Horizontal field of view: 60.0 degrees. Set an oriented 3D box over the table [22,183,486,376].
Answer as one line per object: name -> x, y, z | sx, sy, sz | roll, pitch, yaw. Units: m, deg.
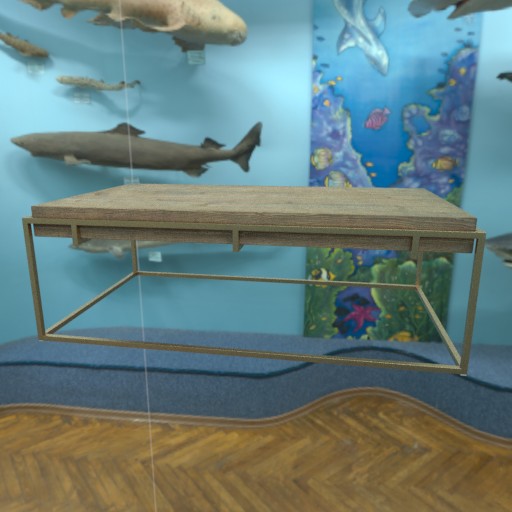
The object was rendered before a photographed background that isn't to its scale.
table -> 0.000, 0.000, 1.722 | 1.387, 0.468, 0.775 | 3, 15, 9
